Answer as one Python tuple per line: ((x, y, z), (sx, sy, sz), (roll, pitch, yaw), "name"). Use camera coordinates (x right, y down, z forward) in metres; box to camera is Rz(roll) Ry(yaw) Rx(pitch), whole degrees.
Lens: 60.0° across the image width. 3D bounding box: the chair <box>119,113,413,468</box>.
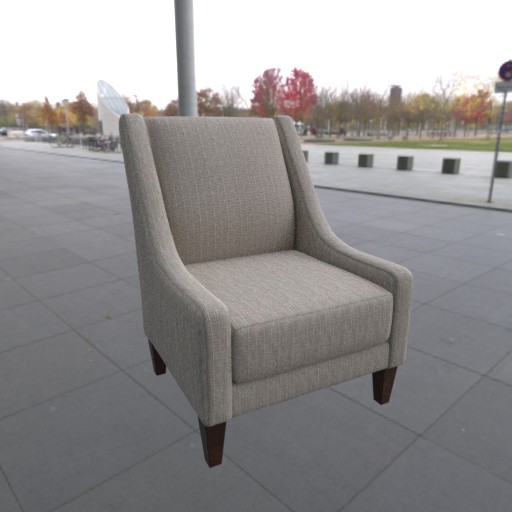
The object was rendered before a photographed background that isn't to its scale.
((0.000, 0.000, 1.637), (0.774, 1.014, 0.870), (-8, 18, -27), "chair")
